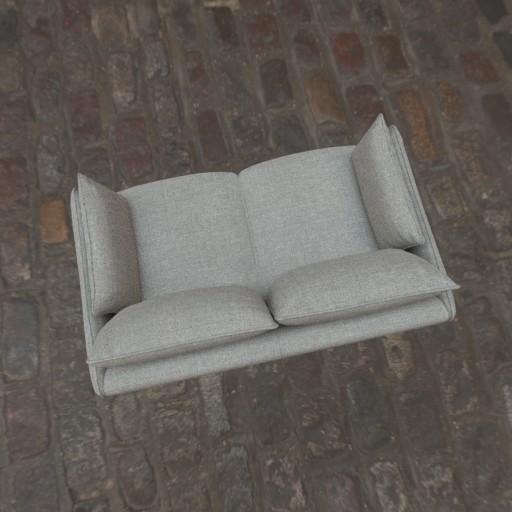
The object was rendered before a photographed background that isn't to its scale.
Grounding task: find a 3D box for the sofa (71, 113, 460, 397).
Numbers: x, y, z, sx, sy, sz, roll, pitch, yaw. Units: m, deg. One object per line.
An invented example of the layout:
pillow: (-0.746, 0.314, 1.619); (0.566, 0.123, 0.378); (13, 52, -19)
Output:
sofa: (0.000, 0.000, 2.083); (1.580, 0.851, 0.972); (-12, 76, -3)
